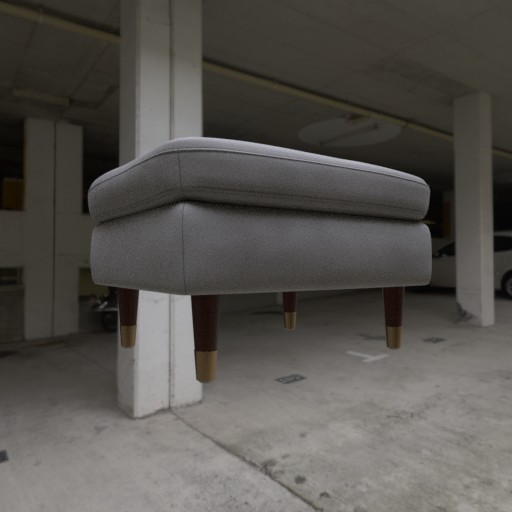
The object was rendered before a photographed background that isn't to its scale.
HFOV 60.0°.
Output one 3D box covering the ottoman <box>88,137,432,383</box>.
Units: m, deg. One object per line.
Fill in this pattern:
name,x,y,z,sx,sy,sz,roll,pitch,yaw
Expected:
ottoman,0.000,0.000,1.151,0.747,0.478,0.593,1,-1,-35
